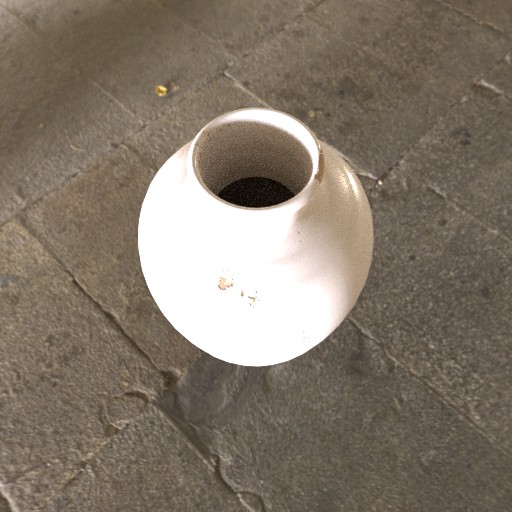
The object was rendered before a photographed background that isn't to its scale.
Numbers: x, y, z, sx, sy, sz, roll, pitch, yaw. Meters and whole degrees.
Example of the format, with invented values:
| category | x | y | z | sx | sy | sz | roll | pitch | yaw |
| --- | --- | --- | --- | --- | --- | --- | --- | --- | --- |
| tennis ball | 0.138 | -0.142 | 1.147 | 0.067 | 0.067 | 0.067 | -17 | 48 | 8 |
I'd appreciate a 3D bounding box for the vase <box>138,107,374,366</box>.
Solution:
| category | x | y | z | sx | sy | sz | roll | pitch | yaw |
| --- | --- | --- | --- | --- | --- | --- | --- | --- | --- |
| vase | 0.000 | 0.000 | 0.329 | 0.158 | 0.228 | 0.158 | 0 | 63 | 0 |
